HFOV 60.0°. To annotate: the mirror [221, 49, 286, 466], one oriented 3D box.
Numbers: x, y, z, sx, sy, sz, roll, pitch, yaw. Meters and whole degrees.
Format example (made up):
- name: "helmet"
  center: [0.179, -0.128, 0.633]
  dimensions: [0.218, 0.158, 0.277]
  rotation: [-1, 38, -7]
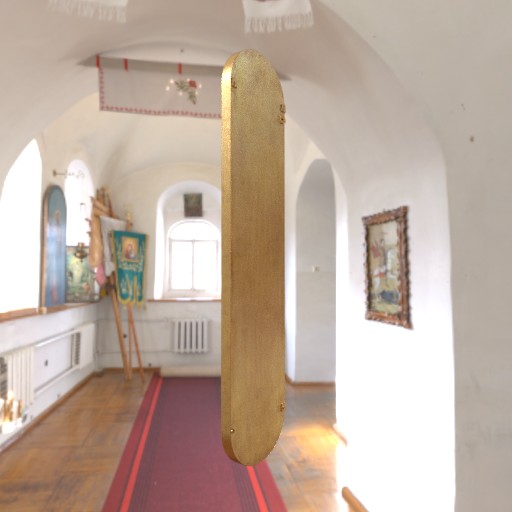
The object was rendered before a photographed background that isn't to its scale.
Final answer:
- name: "mirror"
  center: [0.000, 0.000, 1.077]
  dimensions: [0.032, 0.991, 0.222]
  rotation: [-1, -1, 36]
